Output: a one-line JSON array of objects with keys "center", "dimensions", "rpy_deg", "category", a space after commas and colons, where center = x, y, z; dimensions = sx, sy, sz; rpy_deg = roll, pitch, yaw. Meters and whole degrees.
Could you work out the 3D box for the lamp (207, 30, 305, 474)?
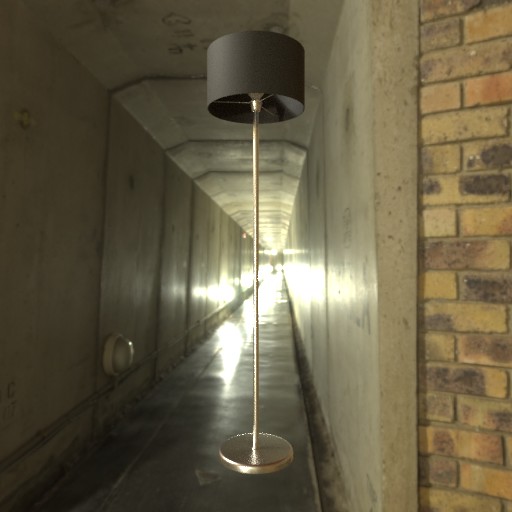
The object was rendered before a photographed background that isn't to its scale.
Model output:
[{"center": [0.000, 0.000, 1.596], "dimensions": [0.348, 1.443, 0.348], "rpy_deg": [0, 1, -34], "category": "lamp"}]
